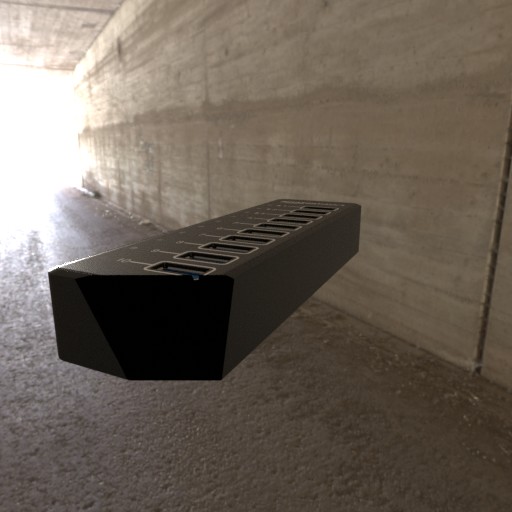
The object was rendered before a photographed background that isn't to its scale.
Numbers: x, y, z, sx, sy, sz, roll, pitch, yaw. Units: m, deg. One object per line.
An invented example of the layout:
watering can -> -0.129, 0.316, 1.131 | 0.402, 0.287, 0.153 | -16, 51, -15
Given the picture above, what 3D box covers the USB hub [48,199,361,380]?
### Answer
USB hub -> 0.000, 0.000, 0.161 | 0.044, 0.023, 0.145 | 7, 16, 25
